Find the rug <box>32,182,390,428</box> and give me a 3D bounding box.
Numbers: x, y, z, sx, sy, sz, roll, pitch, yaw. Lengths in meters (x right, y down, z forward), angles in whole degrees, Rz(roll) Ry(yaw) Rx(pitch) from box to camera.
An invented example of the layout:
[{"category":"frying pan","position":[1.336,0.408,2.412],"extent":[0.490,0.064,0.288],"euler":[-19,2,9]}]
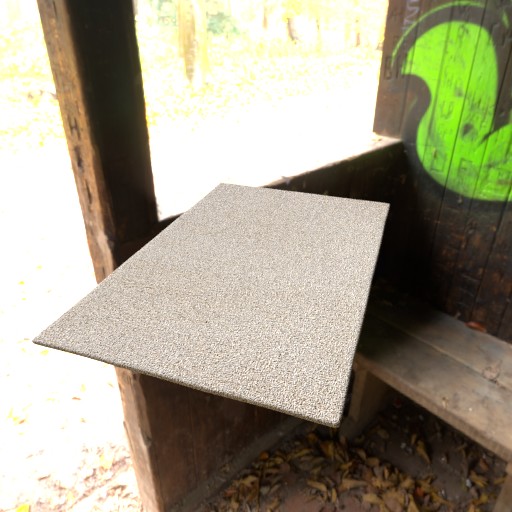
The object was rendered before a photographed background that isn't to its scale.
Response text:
[{"category":"rug","position":[0.000,0.000,3.406],"extent":[1.778,0.030,2.743],"euler":[10,31,17]}]
